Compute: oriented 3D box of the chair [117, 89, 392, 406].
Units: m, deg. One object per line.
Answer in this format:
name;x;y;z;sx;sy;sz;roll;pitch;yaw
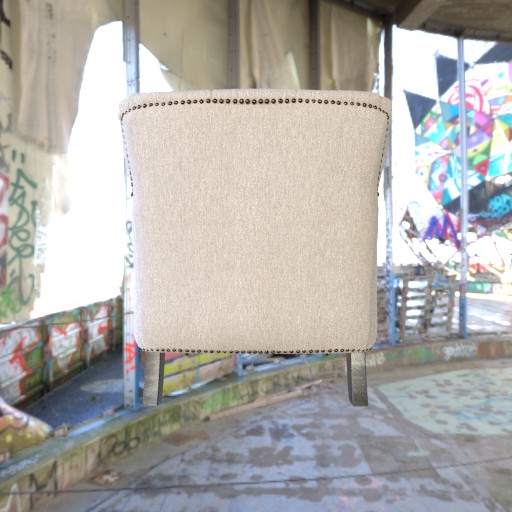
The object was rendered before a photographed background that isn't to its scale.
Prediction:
chair;0.000;0.000;1.495;0.737;0.823;0.902;0;0;1
